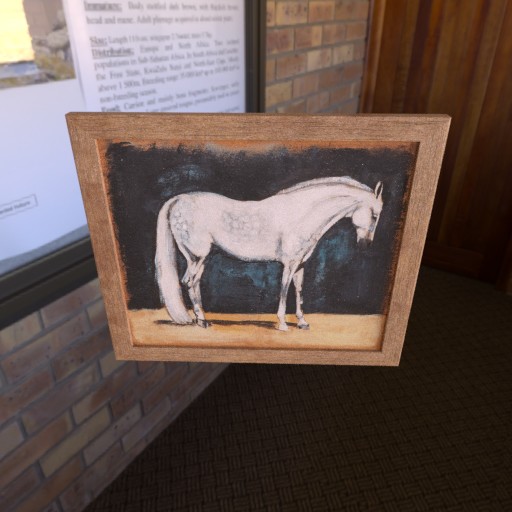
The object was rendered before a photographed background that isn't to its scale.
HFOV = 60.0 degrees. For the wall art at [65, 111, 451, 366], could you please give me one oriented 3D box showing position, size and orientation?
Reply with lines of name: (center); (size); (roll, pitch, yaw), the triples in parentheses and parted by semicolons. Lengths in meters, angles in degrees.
wall art: (0.000, 0.000, 0.946); (0.690, 0.588, 0.026); (1, 30, 2)
